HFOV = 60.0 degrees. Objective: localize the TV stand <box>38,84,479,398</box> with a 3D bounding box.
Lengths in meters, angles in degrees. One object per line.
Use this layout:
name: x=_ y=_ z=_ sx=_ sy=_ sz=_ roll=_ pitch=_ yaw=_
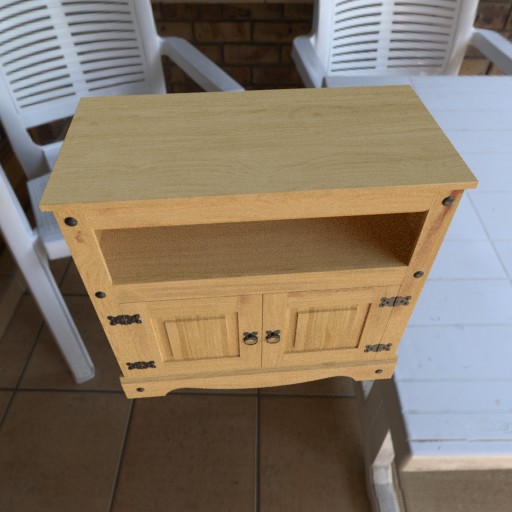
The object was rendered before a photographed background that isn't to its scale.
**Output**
TV stand: x=0.000 y=0.000 z=1.280 sx=0.851 sy=0.787 sz=0.430 roll=-3 pitch=46 yaw=-3
